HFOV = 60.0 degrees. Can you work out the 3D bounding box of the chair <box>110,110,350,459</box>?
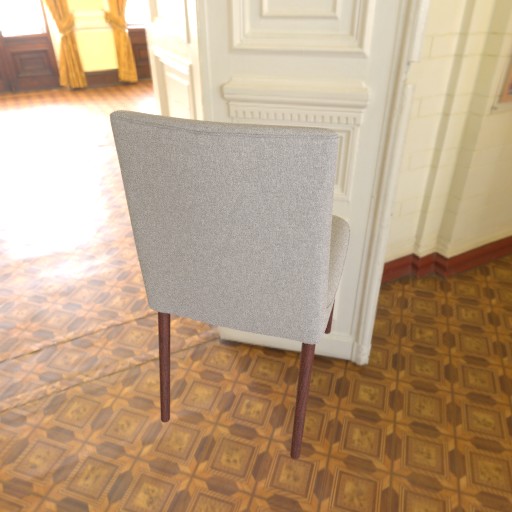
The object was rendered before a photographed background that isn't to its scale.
[{"bbox_3d":[0.000,0.000,1.183,0.456,0.859,0.570,10,34,14],"label":"chair"}]
